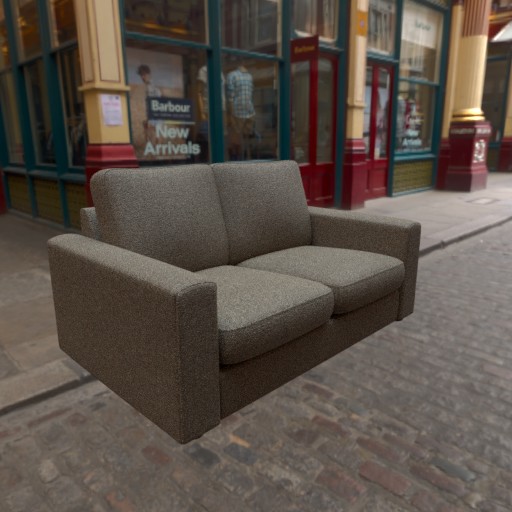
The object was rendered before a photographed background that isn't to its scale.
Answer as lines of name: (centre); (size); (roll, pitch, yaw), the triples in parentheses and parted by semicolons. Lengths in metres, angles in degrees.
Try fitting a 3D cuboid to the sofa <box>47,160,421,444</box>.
sofa: (0.000, 0.000, 2.187); (1.016, 0.873, 1.616); (14, 20, 43)
